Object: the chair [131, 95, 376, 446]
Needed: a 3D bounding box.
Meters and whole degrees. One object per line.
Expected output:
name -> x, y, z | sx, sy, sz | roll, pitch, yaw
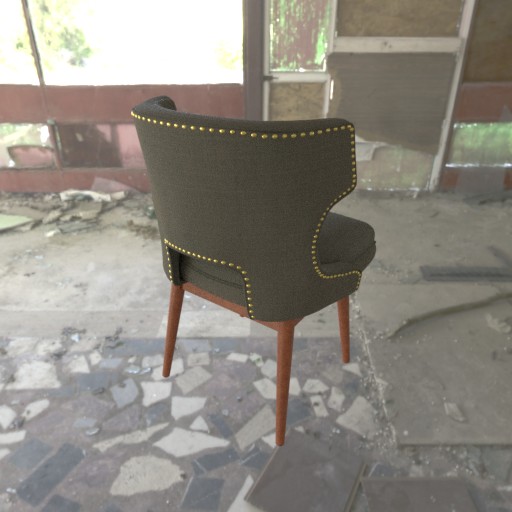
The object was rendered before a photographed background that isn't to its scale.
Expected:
chair -> 0.000, 0.000, 1.263 | 0.595, 0.863, 0.581 | 19, 34, 31
